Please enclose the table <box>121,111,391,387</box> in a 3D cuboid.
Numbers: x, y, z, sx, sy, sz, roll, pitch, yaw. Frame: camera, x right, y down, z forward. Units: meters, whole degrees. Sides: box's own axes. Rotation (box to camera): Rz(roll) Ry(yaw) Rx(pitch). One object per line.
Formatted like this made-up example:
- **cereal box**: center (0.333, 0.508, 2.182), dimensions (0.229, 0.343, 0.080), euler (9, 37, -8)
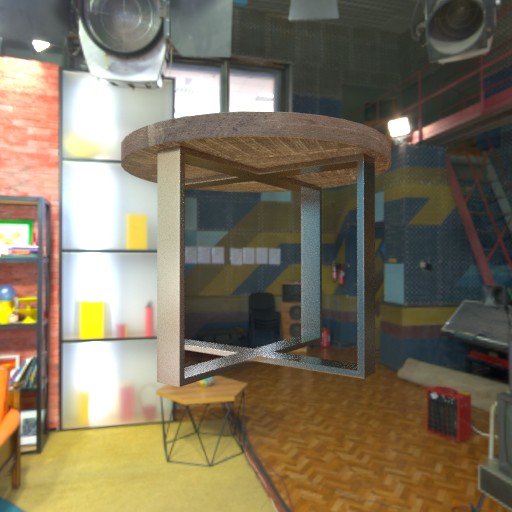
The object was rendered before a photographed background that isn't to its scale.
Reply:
- **table**: center (0.000, 0.000, 0.954), dimensions (0.557, 0.437, 0.557), euler (0, -1, 0)
